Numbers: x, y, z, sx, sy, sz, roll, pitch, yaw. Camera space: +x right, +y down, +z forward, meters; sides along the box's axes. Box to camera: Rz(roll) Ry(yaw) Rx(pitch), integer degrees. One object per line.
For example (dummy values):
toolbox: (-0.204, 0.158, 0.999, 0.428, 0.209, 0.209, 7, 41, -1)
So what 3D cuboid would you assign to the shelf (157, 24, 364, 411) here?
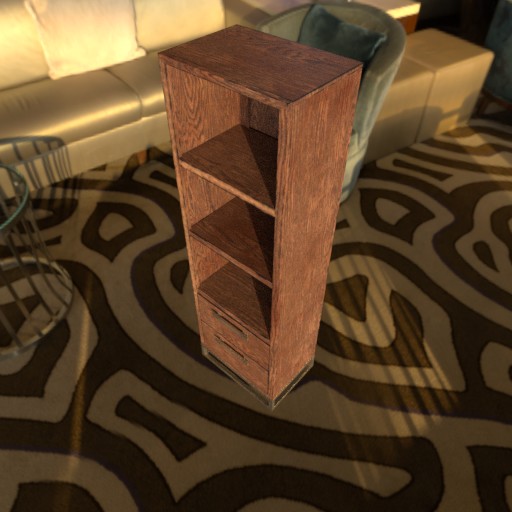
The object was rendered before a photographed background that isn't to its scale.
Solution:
shelf: (0.000, 0.000, 1.990, 0.539, 1.732, 0.395, 32, 53, 28)
